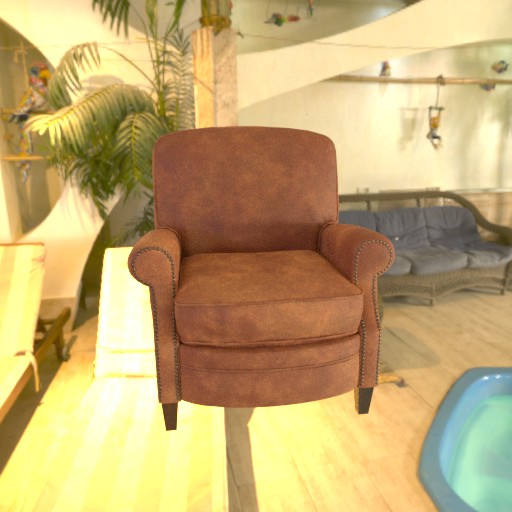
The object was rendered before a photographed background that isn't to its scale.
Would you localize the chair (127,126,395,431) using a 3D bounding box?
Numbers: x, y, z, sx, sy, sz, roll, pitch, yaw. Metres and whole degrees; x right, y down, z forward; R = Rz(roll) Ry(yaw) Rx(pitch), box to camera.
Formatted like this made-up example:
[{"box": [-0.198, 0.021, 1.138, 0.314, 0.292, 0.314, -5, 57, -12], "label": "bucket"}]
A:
[{"box": [0.000, 0.000, 1.797, 0.936, 1.018, 0.986, -2, 16, -7], "label": "chair"}]
